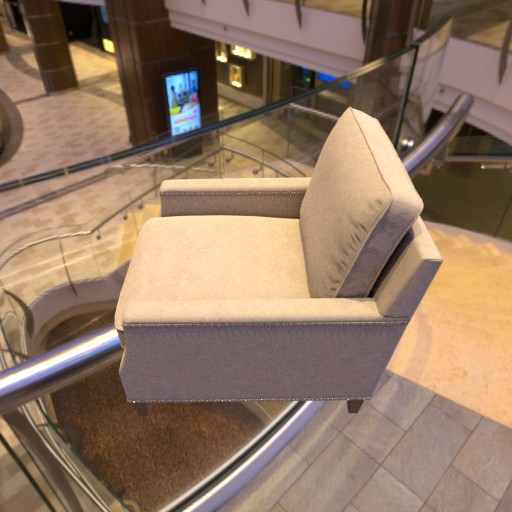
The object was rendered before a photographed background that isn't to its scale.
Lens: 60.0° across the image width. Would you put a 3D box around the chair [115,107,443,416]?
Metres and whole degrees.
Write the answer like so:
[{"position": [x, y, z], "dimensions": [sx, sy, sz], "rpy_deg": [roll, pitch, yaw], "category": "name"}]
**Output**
[{"position": [0.000, 0.000, 1.729], "dimensions": [1.014, 0.943, 0.853], "rpy_deg": [-1, 40, -1], "category": "chair"}]
